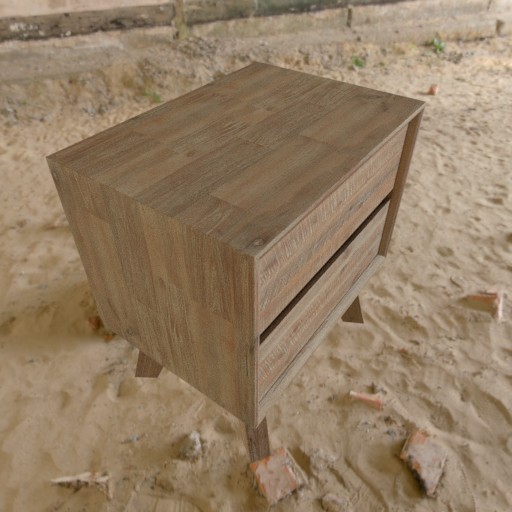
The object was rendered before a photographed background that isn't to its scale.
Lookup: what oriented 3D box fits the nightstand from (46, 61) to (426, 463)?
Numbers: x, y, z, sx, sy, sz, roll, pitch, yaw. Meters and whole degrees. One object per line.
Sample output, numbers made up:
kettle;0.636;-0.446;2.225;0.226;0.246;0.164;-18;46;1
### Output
nightstand;0.000;0.000;0.951;0.396;0.589;0.552;26;47;26
